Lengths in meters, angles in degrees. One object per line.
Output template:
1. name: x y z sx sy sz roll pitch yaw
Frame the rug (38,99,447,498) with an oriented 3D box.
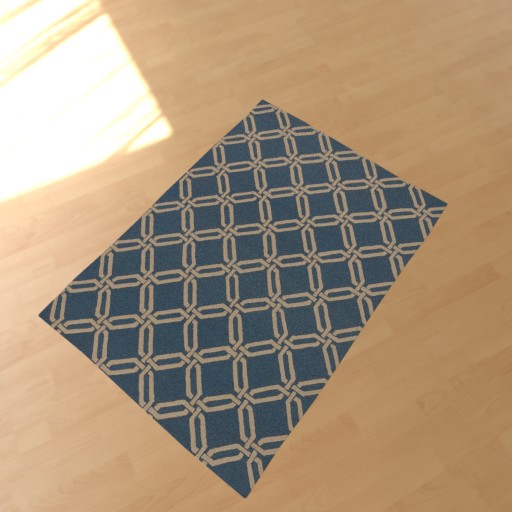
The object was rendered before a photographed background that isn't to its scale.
1. rug: 0.000 0.000 2.696 1.524 0.013 2.135 35 68 16
